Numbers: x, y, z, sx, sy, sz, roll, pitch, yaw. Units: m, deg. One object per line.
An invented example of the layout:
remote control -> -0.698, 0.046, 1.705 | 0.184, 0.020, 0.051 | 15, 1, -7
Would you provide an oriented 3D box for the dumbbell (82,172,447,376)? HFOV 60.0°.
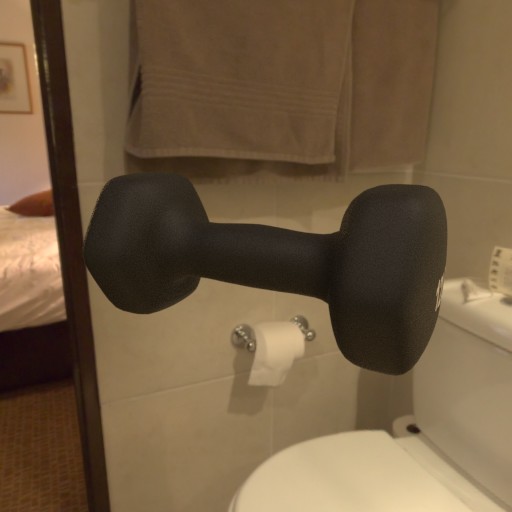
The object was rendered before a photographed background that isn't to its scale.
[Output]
dumbbell -> 0.000, 0.000, 0.294 | 0.231, 0.101, 0.112 | 8, 17, 28
